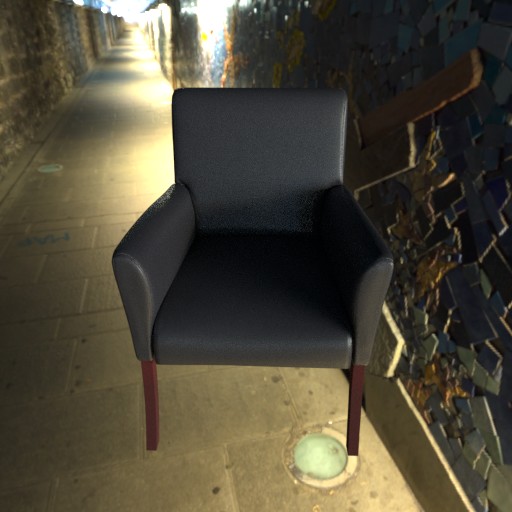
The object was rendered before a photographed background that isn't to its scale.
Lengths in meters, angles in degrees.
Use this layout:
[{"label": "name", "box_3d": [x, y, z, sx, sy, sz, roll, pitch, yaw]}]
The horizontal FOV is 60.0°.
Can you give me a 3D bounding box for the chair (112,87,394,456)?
[{"label": "chair", "box_3d": [0.000, 0.000, 1.466, 0.683, 0.951, 0.772, 1, 28, 2]}]
